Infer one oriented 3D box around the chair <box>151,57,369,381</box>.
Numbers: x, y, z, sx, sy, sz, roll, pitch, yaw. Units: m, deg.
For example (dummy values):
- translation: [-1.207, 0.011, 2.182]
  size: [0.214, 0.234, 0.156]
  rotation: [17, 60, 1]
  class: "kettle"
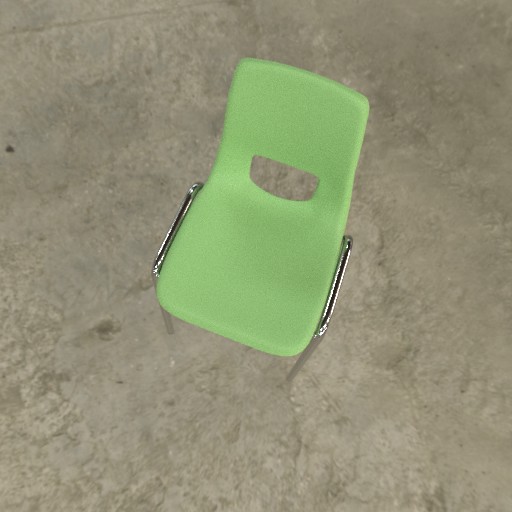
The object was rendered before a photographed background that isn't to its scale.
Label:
- translation: [0.000, 0.000, 0.959]
  size: [0.381, 0.704, 0.436]
  rotation: [20, 76, 5]
  class: "chair"
